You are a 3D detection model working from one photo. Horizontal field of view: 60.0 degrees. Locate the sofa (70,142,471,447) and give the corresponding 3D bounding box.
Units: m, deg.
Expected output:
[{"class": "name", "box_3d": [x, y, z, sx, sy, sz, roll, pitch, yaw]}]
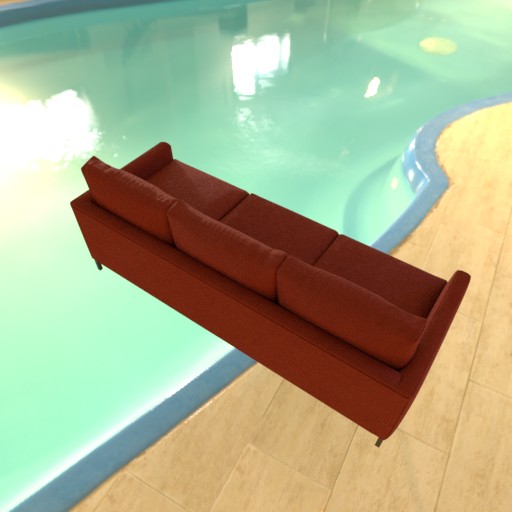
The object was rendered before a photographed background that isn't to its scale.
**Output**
[{"class": "sofa", "box_3d": [0.000, 0.000, 2.676, 2.252, 0.879, 0.875, 27, 53, 23]}]
